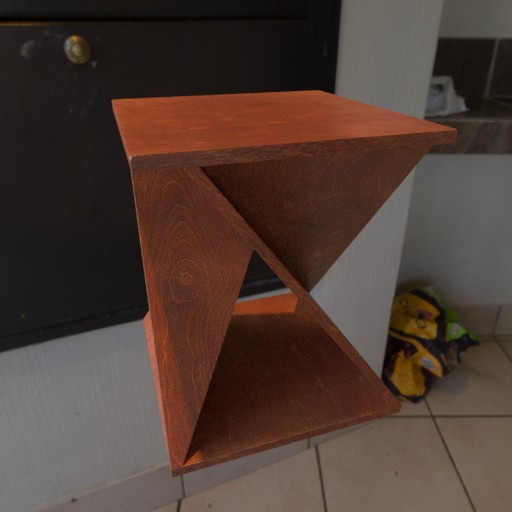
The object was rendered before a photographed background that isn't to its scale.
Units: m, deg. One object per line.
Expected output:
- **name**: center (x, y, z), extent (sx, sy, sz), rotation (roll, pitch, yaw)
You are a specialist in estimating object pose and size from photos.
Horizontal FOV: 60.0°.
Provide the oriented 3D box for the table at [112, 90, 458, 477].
- **table**: center (0.000, 0.000, 0.831), extent (0.427, 0.520, 0.427), rotation (-9, 29, -16)
